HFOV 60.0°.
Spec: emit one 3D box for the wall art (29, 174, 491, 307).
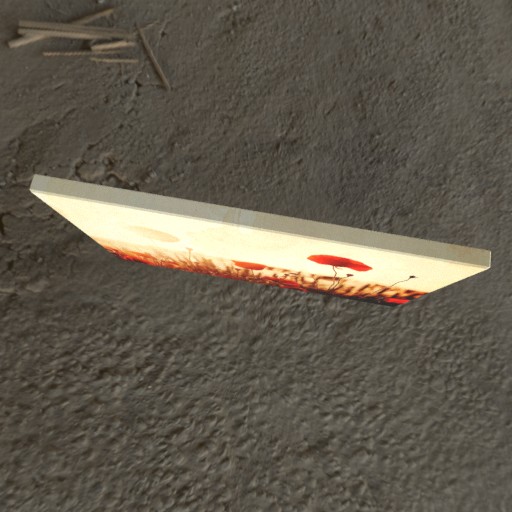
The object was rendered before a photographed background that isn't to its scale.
[{"bbox_3d":[0.000,0.000,1.164,0.918,0.602,0.038,10,77,2],"label":"wall art"}]
